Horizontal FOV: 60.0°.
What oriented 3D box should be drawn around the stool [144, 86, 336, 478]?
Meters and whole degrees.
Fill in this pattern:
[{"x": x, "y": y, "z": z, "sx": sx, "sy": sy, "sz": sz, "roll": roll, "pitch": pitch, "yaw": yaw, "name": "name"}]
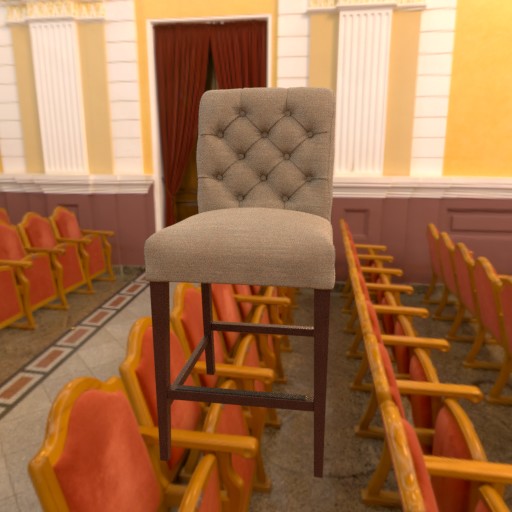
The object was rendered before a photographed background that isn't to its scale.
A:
[{"x": 0.000, "y": 0.000, "z": 1.419, "sx": 0.486, "sy": 1.084, "sz": 0.660, "roll": 2, "pitch": 14, "yaw": 8, "name": "stool"}]
